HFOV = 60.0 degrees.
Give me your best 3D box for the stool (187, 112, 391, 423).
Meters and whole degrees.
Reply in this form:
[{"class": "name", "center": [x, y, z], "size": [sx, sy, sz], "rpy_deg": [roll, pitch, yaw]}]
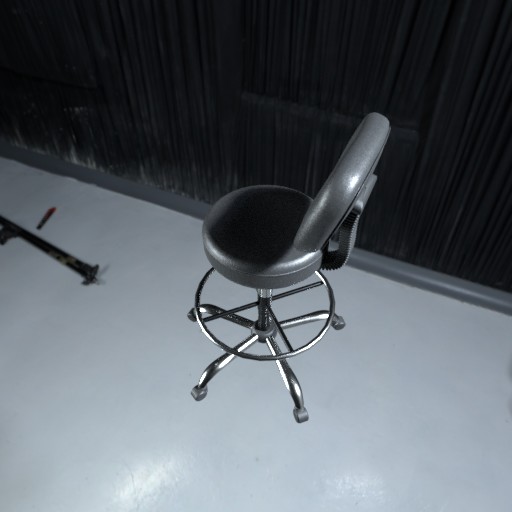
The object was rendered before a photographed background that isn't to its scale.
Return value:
[{"class": "stool", "center": [0.000, 0.000, 1.516], "size": [0.658, 1.069, 0.694], "rpy_deg": [19, 49, 17]}]
